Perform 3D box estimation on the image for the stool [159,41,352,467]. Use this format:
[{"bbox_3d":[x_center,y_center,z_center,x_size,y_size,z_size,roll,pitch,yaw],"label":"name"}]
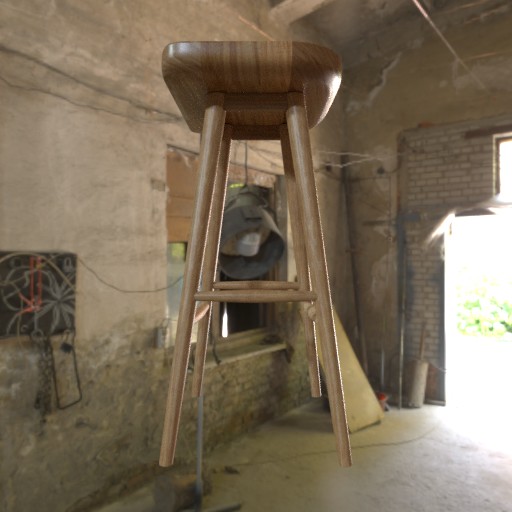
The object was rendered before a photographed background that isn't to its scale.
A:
[{"bbox_3d":[0.000,0.000,0.922,0.322,0.698,0.407,0,0,0],"label":"stool"}]
